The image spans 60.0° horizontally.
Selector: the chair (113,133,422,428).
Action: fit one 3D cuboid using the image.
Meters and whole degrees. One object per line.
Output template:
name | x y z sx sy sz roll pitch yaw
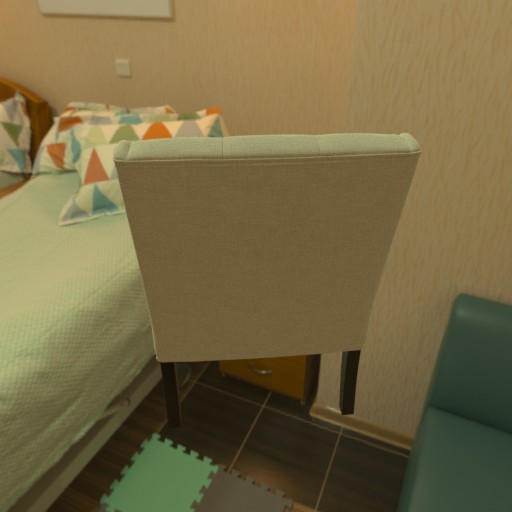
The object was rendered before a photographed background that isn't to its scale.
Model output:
chair | 0.000 0.000 1.269 0.569 0.853 0.676 -3 31 -4
